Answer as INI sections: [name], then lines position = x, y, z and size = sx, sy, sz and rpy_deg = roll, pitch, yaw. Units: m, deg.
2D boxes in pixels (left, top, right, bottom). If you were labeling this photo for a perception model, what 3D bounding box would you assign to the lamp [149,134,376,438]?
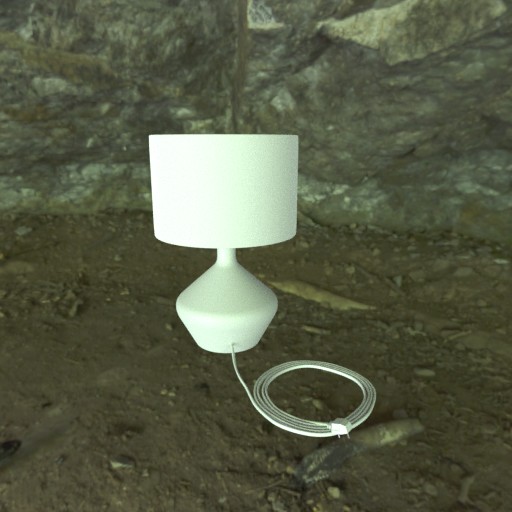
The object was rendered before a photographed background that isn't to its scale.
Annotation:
[lamp]
position = 0.000, 0.000, 0.866
size = 0.401, 0.457, 0.546
rpy_deg = -2, 15, -8
